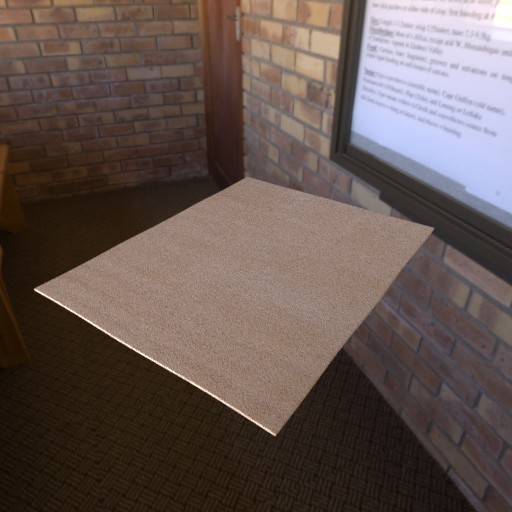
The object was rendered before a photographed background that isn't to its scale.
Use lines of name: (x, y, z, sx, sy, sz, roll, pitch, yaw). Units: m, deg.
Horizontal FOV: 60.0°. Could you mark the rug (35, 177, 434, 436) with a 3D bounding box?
rug: (0.000, 0.000, 4.142, 2.400, 0.025, 3.000, 21, 38, 29)
